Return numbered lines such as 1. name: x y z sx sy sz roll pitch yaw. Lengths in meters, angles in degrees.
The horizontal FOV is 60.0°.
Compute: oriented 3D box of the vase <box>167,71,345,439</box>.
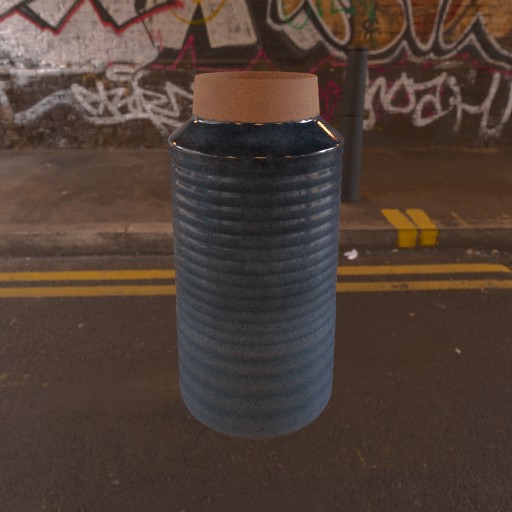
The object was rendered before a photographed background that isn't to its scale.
1. vase: 0.000 0.000 0.417 0.163 0.316 0.163 0 26 0
